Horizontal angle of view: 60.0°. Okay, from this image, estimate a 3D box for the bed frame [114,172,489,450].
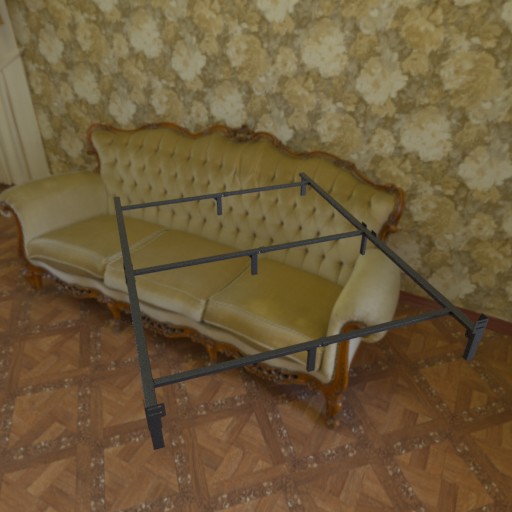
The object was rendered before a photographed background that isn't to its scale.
[{"bbox_3d":[0.000,0.000,2.608,1.498,0.248,1.990,-10,34,-16],"label":"bed frame"}]
